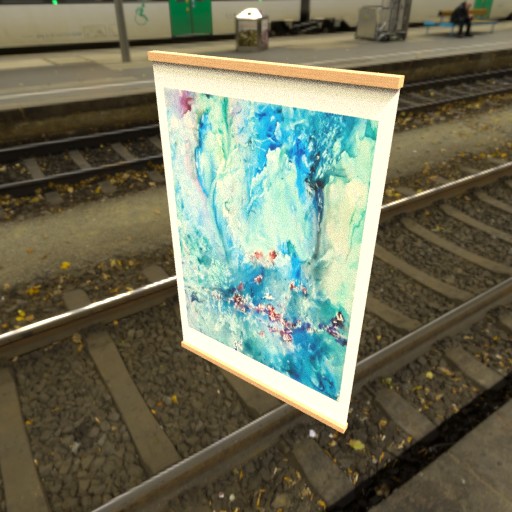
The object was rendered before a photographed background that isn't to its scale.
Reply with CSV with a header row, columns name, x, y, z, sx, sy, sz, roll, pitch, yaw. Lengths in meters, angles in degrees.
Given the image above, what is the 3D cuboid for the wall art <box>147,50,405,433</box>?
name,x,y,z,sx,sy,sz,roll,pitch,yaw
wall art,0.000,0.000,1.260,0.669,1.020,0.027,20,37,29
